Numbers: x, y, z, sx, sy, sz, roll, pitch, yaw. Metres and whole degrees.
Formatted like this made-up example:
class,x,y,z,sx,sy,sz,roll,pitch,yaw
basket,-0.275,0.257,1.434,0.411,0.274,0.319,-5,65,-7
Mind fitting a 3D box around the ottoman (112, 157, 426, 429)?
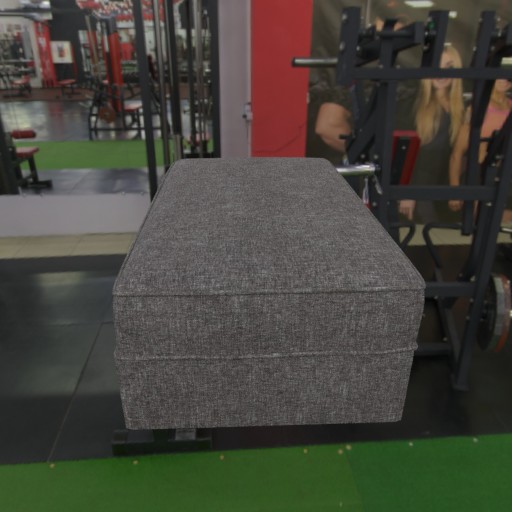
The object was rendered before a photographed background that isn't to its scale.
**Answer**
class,x,y,z,sx,sy,sz,roll,pitch,yaw
ottoman,0.000,0.000,1.540,0.717,0.487,1.184,-1,26,-2
